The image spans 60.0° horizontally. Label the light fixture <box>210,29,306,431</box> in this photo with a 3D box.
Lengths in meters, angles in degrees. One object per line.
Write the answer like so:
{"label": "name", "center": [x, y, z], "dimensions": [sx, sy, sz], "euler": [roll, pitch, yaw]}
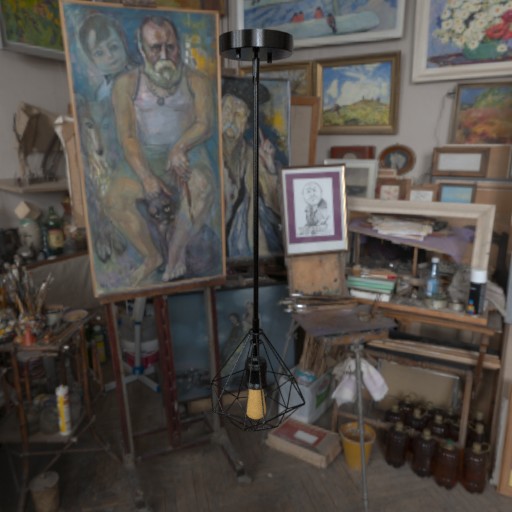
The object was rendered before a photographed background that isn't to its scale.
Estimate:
{"label": "light fixture", "center": [0.000, 0.000, 1.958], "dimensions": [0.431, 1.764, 0.487], "euler": [-2, 14, -8]}
